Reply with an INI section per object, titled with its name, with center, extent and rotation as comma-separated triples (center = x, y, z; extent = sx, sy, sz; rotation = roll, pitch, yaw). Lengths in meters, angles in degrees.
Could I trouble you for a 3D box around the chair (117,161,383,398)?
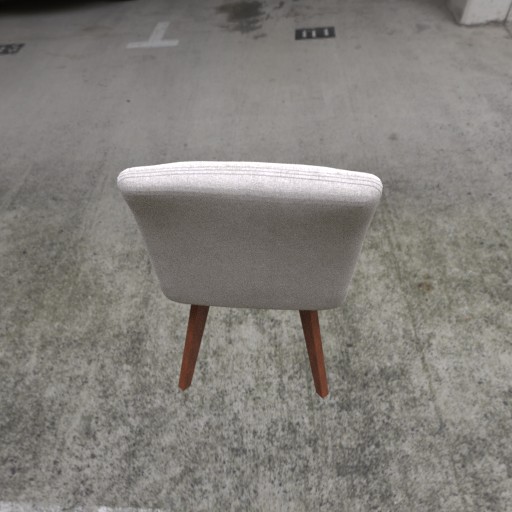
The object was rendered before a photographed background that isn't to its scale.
[chair]
center = 0.000, 0.000, 1.277
extent = 0.522, 0.974, 0.563
rotation = 2, 48, 2
